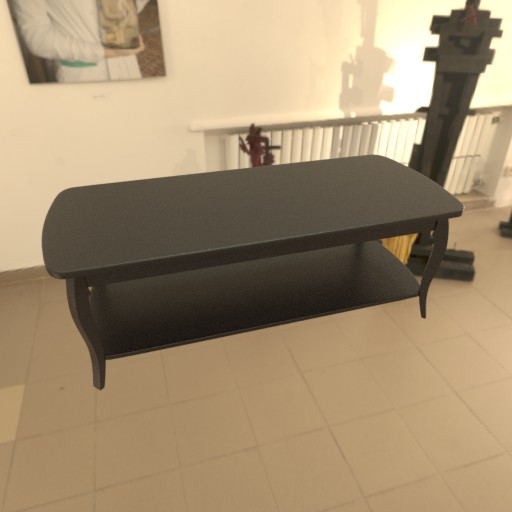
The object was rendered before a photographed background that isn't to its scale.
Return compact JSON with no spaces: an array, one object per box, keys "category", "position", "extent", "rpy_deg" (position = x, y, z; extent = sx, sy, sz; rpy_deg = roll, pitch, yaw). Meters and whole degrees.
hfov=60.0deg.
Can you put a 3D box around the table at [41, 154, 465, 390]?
[{"category":"table","position":[0.000,0.000,1.611],"extent":[1.333,0.457,0.571],"rpy_deg":[-9,33,-14]}]
